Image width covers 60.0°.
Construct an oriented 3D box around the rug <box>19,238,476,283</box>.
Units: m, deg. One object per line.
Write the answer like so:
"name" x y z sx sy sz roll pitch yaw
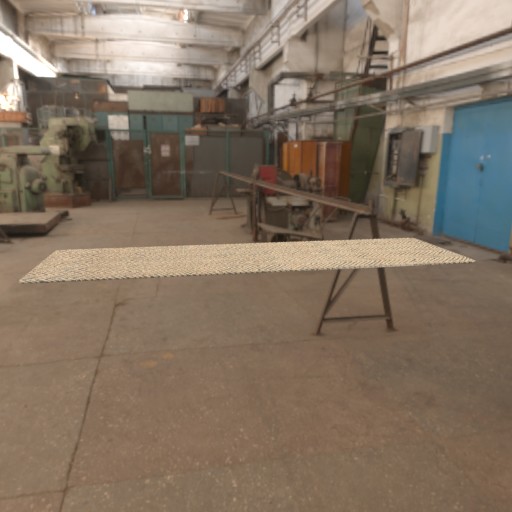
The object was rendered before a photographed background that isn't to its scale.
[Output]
"rug" 0.000 0.000 2.496 2.286 0.008 0.686 -2 13 -10
